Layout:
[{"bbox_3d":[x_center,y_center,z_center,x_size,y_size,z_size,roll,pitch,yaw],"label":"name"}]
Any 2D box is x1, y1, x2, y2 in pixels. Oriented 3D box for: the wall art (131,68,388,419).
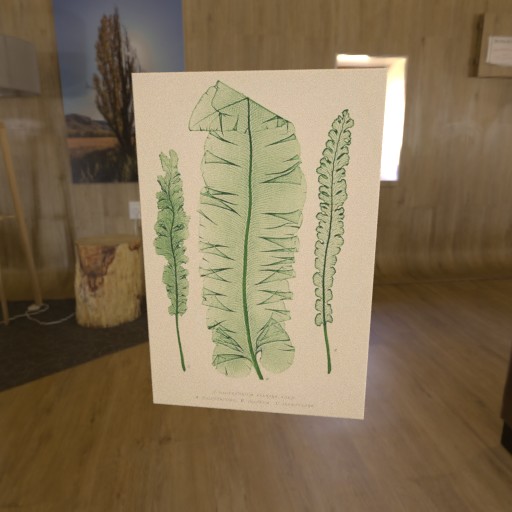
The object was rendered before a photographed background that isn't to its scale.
[{"bbox_3d":[0.000,0.000,1.180,0.610,0.914,0.038,2,15,7],"label":"wall art"}]
